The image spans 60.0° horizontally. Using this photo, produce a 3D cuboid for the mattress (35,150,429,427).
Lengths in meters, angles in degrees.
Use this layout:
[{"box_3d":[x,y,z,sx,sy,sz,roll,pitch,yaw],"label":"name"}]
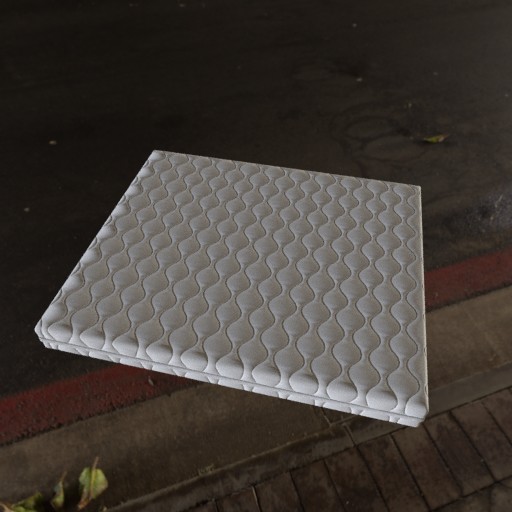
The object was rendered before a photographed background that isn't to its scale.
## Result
[{"box_3d":[0.000,0.000,2.627,1.900,0.200,1.600,10,48,9],"label":"mattress"}]
